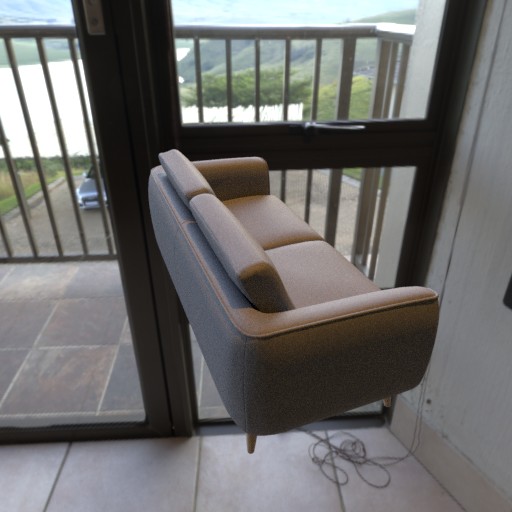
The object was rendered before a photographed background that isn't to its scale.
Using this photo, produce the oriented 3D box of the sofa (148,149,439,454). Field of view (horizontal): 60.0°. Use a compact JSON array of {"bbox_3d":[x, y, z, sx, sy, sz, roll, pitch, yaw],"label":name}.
[{"bbox_3d":[0.000,0.000,2.552,0.920,0.870,2.000,-11,32,-18],"label":"sofa"}]
